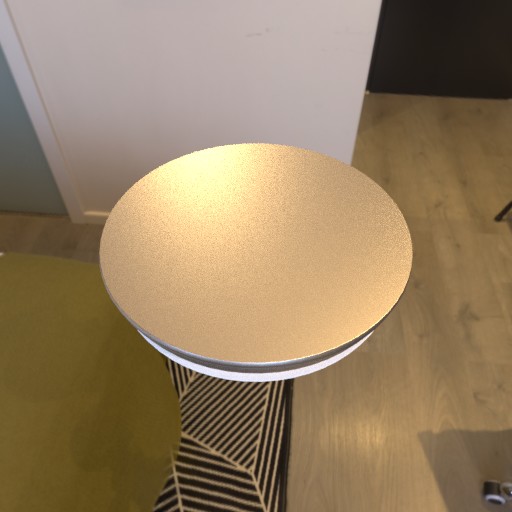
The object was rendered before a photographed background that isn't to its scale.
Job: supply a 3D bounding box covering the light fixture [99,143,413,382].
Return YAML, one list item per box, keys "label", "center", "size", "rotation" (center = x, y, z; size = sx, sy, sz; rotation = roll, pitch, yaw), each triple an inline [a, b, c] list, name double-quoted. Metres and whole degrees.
- label: "light fixture"
  center: [0.000, 0.000, 0.568]
  size: [0.368, 0.100, 0.368]
  rotation: [0, 47, 0]
